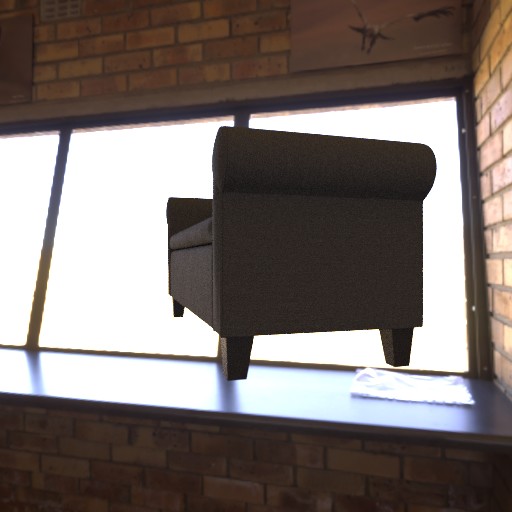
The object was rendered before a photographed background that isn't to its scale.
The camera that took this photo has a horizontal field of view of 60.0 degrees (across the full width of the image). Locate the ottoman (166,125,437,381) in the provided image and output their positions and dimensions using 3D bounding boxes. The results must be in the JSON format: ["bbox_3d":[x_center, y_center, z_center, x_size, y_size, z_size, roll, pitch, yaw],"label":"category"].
[{"bbox_3d":[0.000,0.000,1.552,0.521,0.547,1.256,0,0,-17],"label":"ottoman"}]
